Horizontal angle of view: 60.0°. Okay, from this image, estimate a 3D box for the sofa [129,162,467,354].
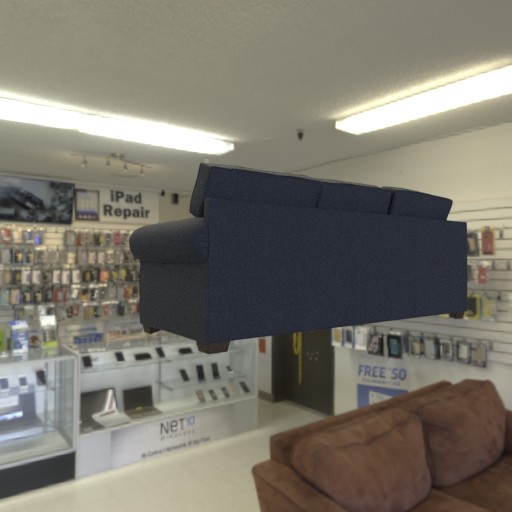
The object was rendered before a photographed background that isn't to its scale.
[{"bbox_3d":[0.000,0.000,3.950,2.562,1.042,2.487,0,-1,-36],"label":"sofa"}]
